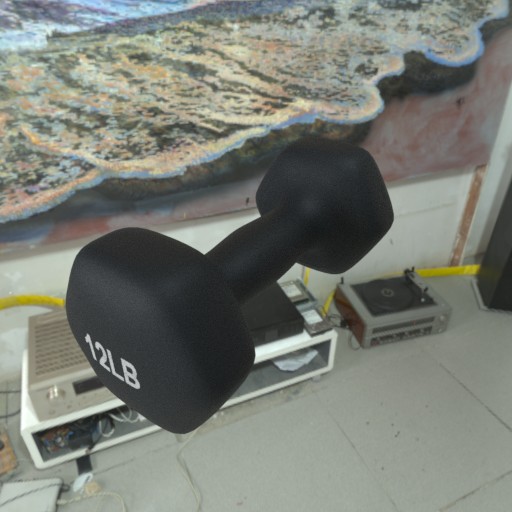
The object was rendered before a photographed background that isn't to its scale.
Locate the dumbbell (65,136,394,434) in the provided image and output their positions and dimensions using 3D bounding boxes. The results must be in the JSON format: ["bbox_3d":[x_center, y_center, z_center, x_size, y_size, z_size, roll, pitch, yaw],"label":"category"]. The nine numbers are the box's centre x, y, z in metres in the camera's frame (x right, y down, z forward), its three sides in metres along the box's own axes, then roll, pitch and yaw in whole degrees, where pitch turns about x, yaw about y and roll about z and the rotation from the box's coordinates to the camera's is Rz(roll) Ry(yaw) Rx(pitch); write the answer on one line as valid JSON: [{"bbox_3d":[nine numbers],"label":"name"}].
[{"bbox_3d":[0.000,0.000,0.289,0.112,0.101,0.231,22,39,30],"label":"dumbbell"}]
